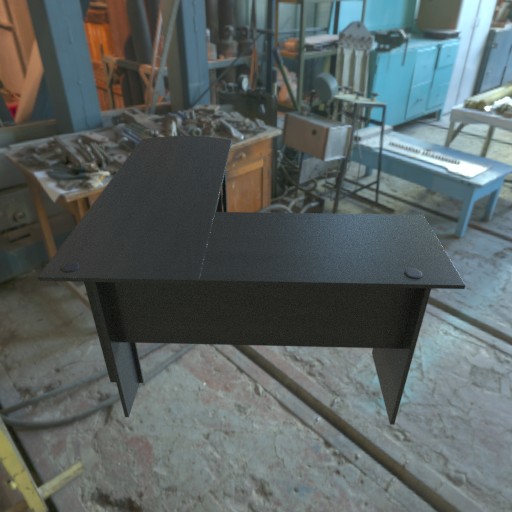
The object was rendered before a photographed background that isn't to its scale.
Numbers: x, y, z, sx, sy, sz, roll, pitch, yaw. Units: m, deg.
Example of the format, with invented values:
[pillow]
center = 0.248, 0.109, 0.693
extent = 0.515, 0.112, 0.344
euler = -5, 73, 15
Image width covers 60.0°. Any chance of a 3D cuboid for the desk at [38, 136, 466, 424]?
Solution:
[desk]
center = 0.000, 0.000, 2.111
extent = 1.303, 0.716, 1.361
euler = 1, 33, 2
